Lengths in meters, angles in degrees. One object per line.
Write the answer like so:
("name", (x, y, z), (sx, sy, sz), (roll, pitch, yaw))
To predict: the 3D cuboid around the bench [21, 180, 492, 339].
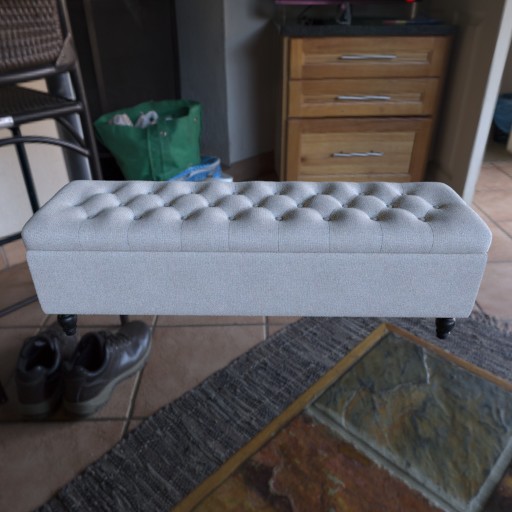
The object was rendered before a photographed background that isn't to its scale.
("bench", (0.000, 0.000, 1.651), (1.480, 0.467, 0.455), (0, 30, 1))
